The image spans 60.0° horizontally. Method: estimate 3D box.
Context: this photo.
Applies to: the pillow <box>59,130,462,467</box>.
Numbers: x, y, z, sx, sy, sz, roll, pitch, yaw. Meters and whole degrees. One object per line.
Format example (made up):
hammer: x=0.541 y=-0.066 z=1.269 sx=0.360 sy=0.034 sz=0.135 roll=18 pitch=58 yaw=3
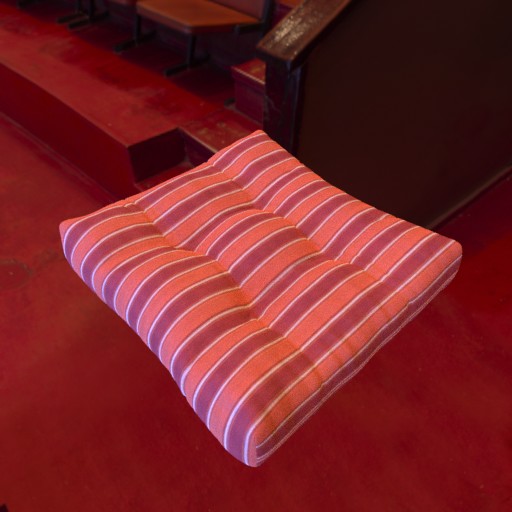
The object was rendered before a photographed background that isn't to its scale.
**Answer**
pillow: x=0.000 y=0.000 z=0.730 sx=0.468 sy=0.133 sz=0.490 roll=-33 pitch=54 yaw=-28
